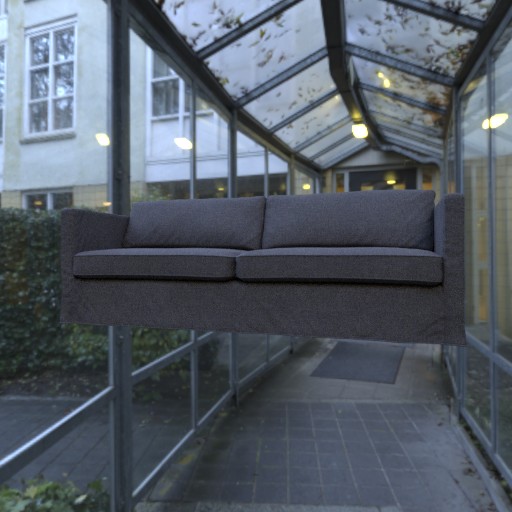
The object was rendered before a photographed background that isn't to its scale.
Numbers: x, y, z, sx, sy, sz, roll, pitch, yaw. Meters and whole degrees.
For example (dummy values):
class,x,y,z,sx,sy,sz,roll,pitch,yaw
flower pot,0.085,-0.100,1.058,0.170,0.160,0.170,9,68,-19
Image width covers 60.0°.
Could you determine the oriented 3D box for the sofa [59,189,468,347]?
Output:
class,x,y,z,sx,sy,sz,roll,pitch,yaw
sofa,0.000,0.000,3.323,2.779,0.998,1.036,0,0,18
